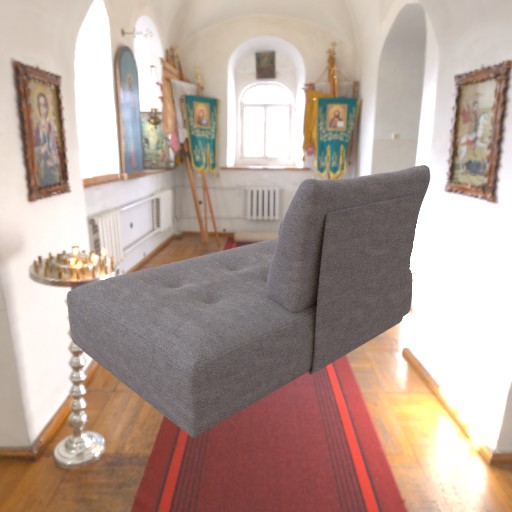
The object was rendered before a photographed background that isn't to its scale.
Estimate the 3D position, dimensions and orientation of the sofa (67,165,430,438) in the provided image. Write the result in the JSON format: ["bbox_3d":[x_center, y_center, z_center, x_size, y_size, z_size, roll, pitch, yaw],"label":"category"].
[{"bbox_3d":[0.000,0.000,2.079,1.450,0.820,1.002,-15,21,-42],"label":"sofa"}]
